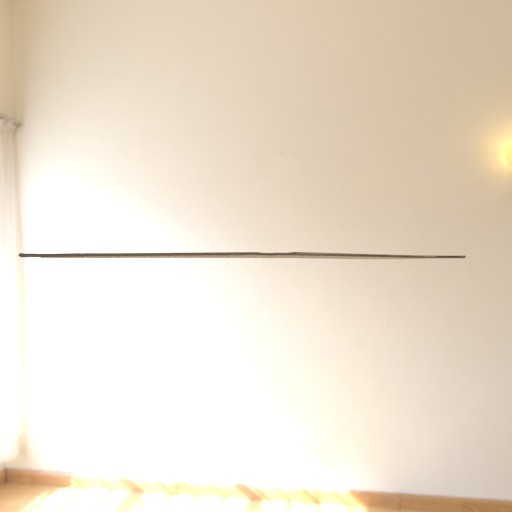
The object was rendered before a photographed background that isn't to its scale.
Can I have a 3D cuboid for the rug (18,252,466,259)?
[{"bbox_3d":[0.000,0.000,2.518,2.320,0.032,0.692,0,-1,-18],"label":"rug"}]
